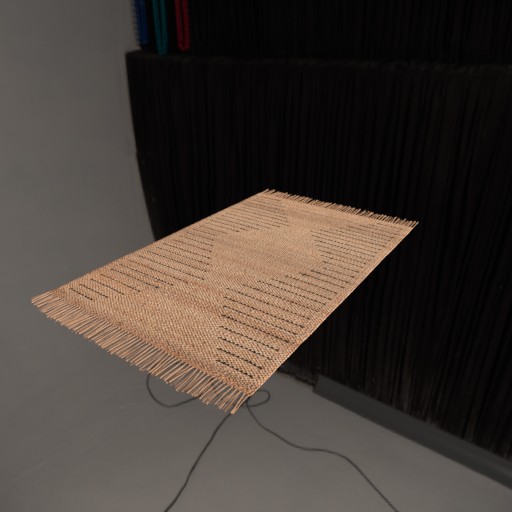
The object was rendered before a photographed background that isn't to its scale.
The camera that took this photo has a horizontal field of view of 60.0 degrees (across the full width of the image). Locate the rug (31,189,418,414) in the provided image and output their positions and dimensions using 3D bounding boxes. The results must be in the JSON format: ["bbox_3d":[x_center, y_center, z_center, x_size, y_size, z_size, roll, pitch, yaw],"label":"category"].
[{"bbox_3d":[0.000,0.000,2.534,1.224,0.027,2.085,17,32,31],"label":"rug"}]
